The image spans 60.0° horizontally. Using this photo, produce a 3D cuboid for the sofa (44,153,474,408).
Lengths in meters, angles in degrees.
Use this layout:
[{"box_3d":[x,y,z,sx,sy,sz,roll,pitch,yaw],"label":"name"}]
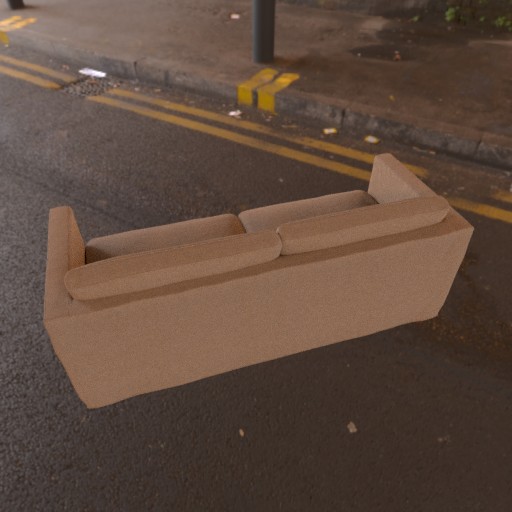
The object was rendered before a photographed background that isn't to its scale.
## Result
[{"box_3d":[0.000,0.000,2.714,2.296,0.847,0.956,-12,42,-13],"label":"sofa"}]
